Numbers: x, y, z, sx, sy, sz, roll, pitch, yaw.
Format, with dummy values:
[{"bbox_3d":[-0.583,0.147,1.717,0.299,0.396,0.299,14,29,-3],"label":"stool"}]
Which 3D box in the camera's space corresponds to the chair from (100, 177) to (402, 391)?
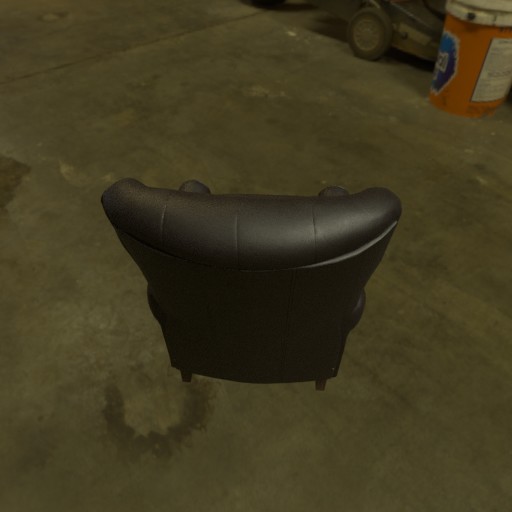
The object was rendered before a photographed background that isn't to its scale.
[{"bbox_3d":[0.000,0.000,1.937,0.948,1.158,1.058,3,44,3],"label":"chair"}]
